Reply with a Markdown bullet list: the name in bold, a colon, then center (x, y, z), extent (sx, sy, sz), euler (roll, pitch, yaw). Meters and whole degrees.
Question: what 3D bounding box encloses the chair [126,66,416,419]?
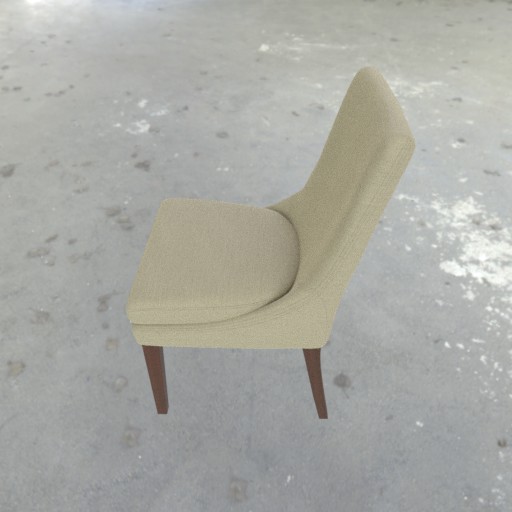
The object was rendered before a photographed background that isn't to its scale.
- **chair**: center (0.000, 0.000, 1.273), extent (0.638, 0.940, 0.515), euler (1, 41, 2)
